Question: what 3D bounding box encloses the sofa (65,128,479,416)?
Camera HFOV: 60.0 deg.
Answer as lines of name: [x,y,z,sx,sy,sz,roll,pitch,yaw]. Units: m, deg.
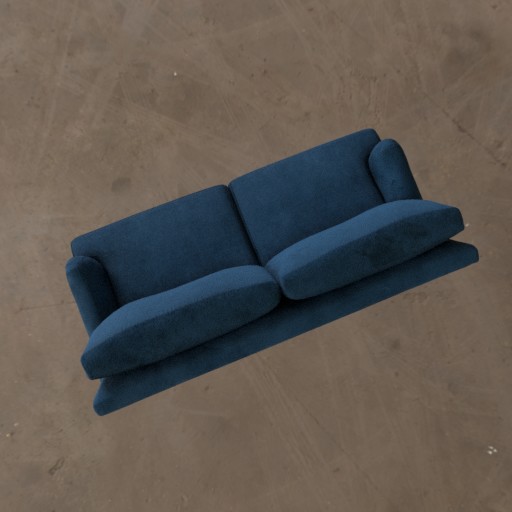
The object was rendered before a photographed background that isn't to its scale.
sofa: [0.000,0.000,2.719,2.141,1.101,1.084,-21,78,-5]
